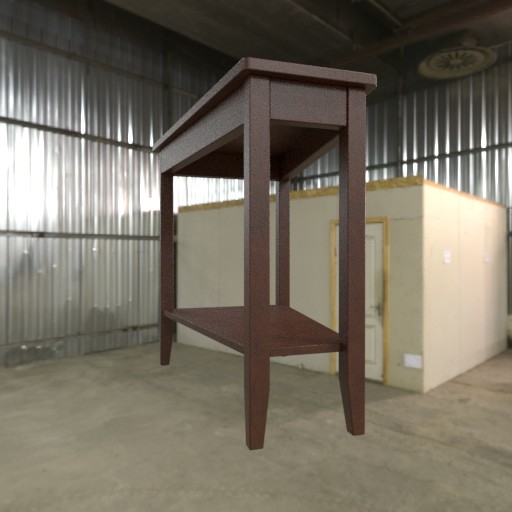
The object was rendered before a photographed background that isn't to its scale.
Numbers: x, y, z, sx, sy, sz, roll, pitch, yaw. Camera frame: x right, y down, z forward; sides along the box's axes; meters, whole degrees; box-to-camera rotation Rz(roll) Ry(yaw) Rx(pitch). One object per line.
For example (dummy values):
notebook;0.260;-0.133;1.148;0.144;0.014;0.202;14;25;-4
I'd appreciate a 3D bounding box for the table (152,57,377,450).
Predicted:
table;0.000;0.000;0.972;0.399;0.589;0.605;0;1;-17
